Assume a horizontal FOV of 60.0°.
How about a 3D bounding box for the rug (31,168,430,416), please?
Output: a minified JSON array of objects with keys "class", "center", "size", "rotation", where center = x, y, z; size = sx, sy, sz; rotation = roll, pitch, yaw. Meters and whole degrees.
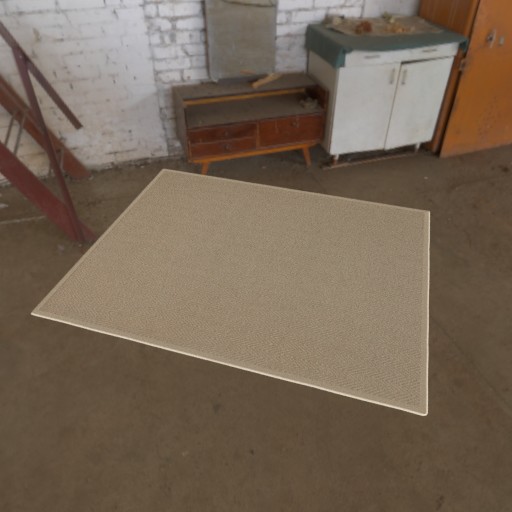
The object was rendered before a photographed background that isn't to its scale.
[{"class":"rug","center":[0.000,0.000,4.075],"size":[3.051,0.020,2.407],"rotation":[11,42,13]}]
